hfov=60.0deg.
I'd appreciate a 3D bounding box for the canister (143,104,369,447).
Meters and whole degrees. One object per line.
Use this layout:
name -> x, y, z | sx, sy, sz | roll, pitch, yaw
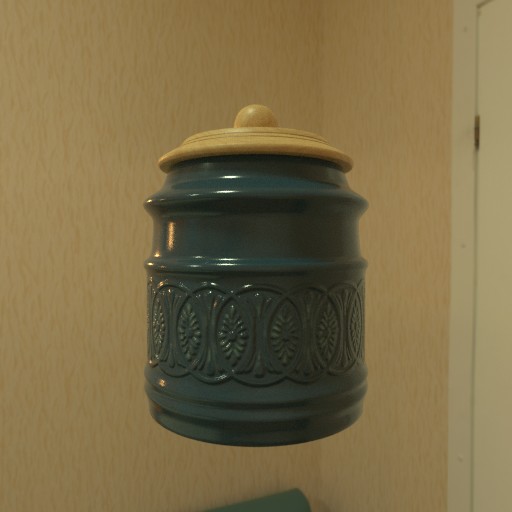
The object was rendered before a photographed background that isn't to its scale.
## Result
canister -> 0.000, 0.000, 0.263 | 0.130, 0.176, 0.130 | 0, 1, 0
